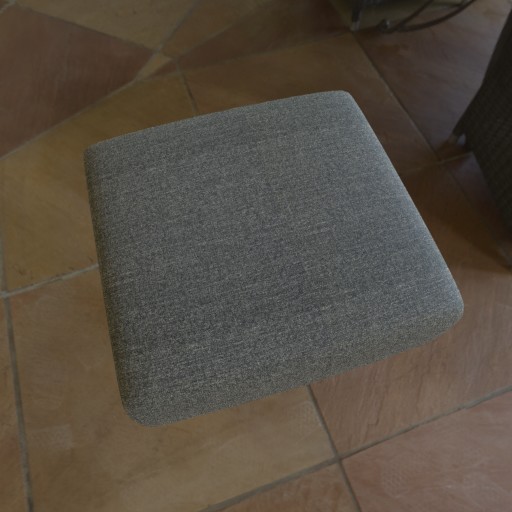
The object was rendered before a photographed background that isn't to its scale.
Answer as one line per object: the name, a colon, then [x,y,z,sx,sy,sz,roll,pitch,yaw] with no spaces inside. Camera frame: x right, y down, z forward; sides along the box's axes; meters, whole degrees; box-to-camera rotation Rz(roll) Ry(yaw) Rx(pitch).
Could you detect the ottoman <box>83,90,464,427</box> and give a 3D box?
ottoman: [0.000,0.000,1.063,0.655,0.399,0.648,-15,64,-8]
